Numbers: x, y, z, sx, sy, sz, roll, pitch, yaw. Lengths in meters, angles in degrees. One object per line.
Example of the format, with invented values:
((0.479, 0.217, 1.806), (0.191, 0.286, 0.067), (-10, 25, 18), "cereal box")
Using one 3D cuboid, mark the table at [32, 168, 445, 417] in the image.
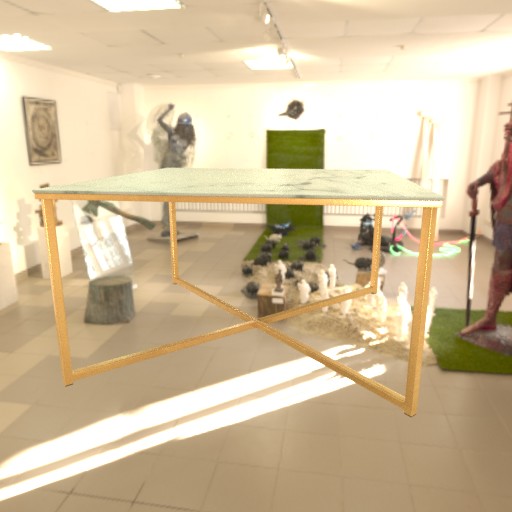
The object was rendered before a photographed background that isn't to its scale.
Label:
((0.000, 0.000, 1.280), (0.800, 0.450, 0.800), (2, 15, 9), "table")
